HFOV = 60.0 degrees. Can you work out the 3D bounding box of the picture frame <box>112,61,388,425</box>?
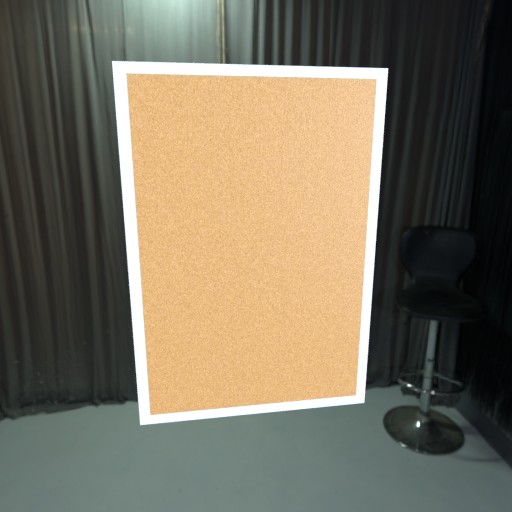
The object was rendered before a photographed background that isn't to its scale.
[{"bbox_3d":[0.000,0.000,0.545,0.305,0.434,0.013,-2,15,-9],"label":"picture frame"}]
